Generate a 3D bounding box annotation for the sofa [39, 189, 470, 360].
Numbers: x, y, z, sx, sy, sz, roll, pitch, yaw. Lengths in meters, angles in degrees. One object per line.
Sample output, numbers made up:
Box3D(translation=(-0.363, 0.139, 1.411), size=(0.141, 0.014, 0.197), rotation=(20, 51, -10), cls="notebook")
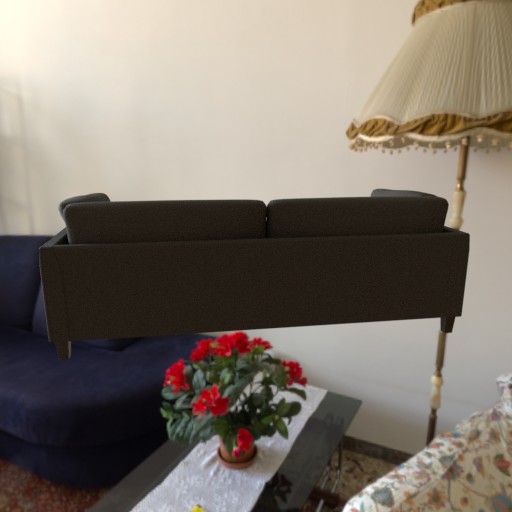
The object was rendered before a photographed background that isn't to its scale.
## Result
Box3D(translation=(0.000, 0.000, 2.779), size=(2.312, 0.792, 0.969), rotation=(-2, 14, -9), cls="sofa")
